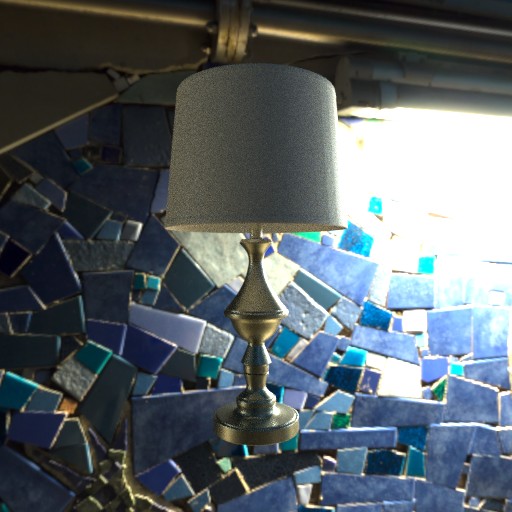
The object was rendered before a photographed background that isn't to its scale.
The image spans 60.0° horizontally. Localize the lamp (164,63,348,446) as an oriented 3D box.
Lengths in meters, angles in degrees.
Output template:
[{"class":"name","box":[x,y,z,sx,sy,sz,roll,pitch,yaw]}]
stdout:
[{"class":"lamp","box":[0.000,0.000,0.946,0.383,0.733,0.383,0,0,0]}]
